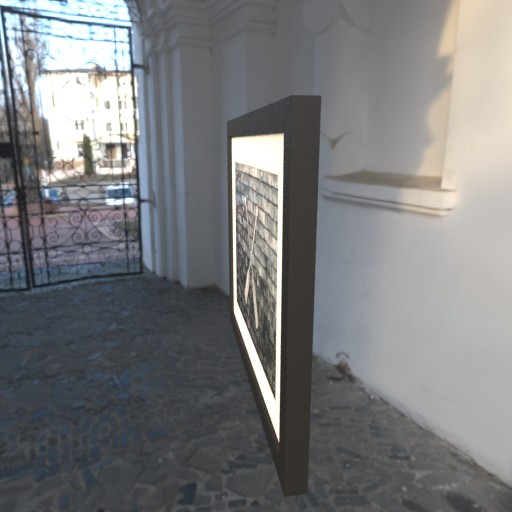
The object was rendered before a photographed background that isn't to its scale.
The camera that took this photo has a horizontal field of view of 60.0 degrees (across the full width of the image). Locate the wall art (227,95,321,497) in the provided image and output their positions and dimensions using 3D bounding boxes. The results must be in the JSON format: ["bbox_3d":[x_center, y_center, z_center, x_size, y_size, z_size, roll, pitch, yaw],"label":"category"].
[{"bbox_3d":[0.000,0.000,0.745,0.029,0.457,0.558,-3,15,-10],"label":"wall art"}]
